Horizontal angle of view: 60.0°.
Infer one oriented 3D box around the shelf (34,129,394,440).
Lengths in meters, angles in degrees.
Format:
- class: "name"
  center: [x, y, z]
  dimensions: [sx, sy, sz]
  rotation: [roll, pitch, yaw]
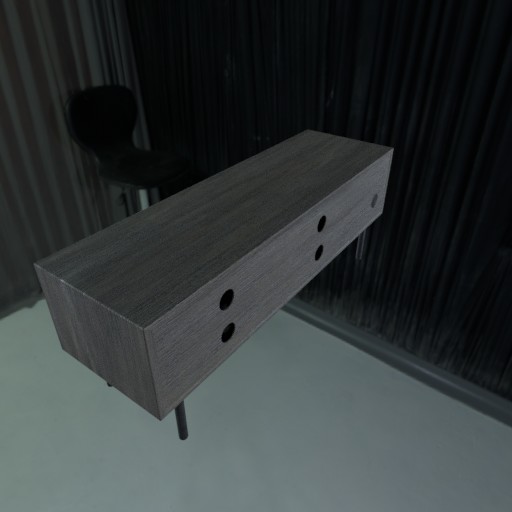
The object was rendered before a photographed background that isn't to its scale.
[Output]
- class: "shelf"
  center: [0.000, 0.000, 1.555]
  dimensions: [0.400, 0.495, 1.300]
  rotation: [22, 39, 30]
